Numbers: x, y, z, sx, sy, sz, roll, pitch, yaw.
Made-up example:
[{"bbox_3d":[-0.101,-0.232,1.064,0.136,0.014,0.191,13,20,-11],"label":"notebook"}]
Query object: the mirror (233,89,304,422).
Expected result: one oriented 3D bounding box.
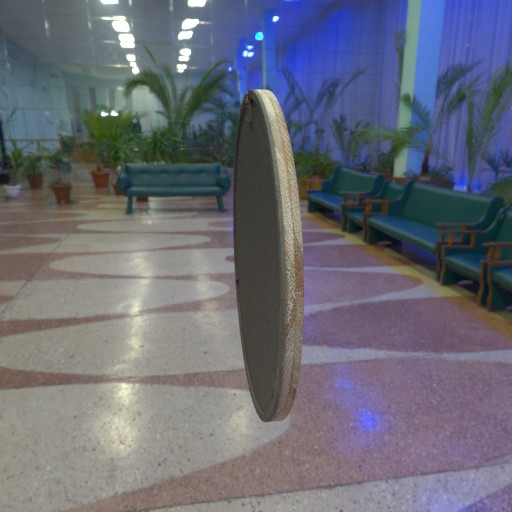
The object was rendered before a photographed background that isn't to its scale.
[{"bbox_3d":[0.000,0.000,1.012,0.038,0.710,0.710,-3,17,-8],"label":"mirror"}]
